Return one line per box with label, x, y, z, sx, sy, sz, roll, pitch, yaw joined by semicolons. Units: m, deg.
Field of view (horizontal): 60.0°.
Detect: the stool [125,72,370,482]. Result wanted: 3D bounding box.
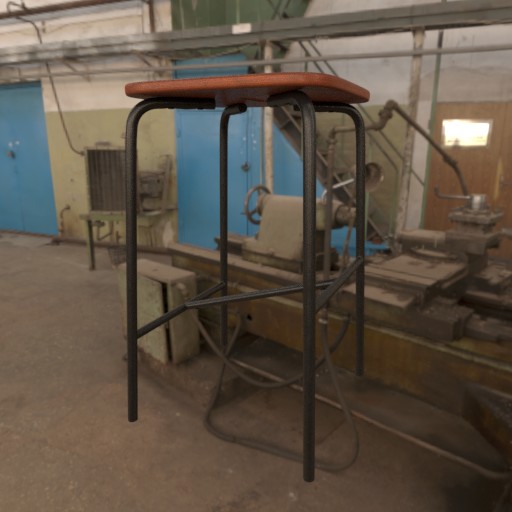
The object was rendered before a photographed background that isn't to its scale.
stool;0.000;0.000;0.862;0.376;0.610;0.376;7;16;25
